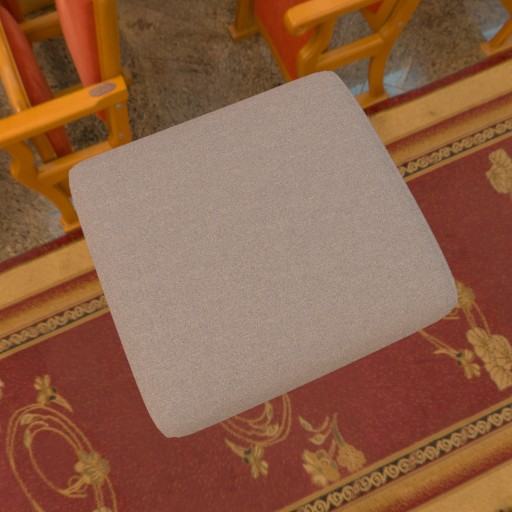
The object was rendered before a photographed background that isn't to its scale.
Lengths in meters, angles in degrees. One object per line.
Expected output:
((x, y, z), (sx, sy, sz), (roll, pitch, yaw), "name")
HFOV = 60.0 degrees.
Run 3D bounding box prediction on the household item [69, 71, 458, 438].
((0.000, 0.000, 0.875), (0.530, 0.410, 0.530), (-23, 76, -6), "household item")
